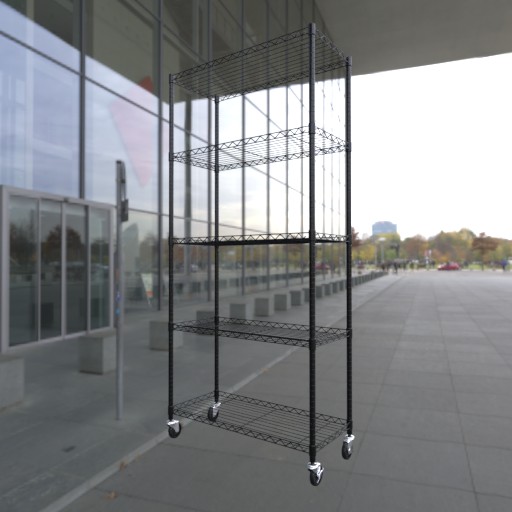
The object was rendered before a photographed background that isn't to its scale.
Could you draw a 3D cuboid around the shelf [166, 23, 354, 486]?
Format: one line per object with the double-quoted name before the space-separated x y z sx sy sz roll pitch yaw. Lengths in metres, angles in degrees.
"shelf" 0.000 0.000 1.910 0.762 1.645 0.356 -1 -1 36
